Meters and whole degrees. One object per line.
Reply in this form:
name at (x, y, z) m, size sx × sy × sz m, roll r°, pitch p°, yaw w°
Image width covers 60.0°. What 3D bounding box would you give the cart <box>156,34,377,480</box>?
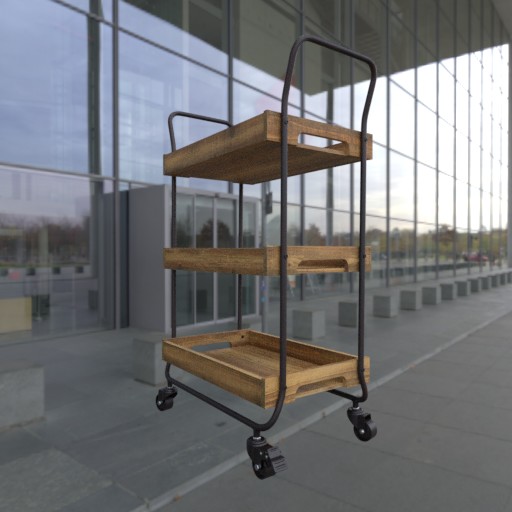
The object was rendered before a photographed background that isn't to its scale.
cart at (0.000, 0.000, 1.132) m, size 0.339 × 0.857 × 0.583 m, roll 0°, pitch 1°, yaw -36°
